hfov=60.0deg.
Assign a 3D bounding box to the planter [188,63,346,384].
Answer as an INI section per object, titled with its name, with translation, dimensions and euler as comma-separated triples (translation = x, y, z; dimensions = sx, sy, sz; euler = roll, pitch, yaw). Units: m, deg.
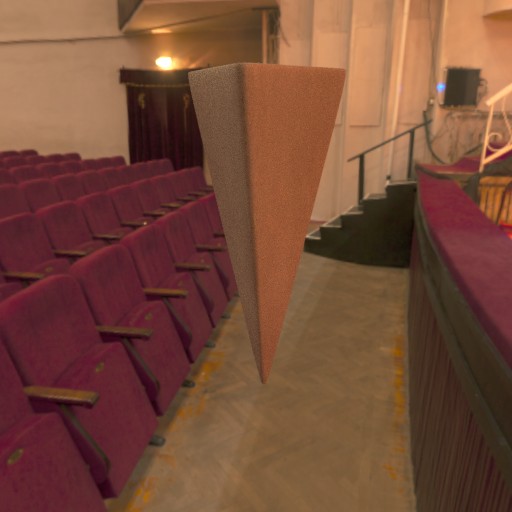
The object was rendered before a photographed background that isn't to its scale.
[planter]
translation = 0.000, 0.000, 0.276
dimensions = 0.101, 0.224, 0.081
euler = 2, 16, 9
